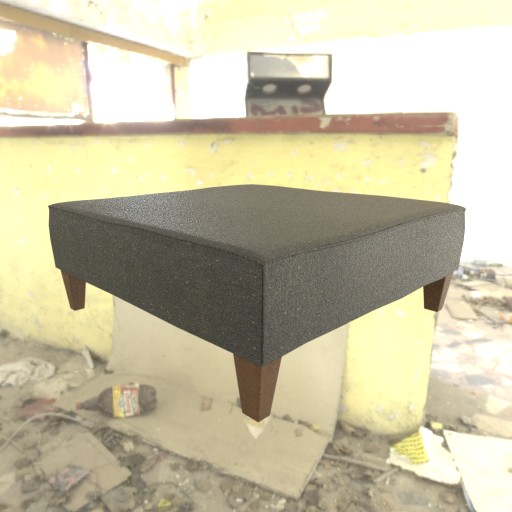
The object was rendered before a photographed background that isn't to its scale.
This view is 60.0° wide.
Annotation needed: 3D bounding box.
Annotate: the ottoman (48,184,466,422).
[{"bbox_3d":[0.000,0.000,1.493,1.004,0.382,0.968,14,20,43],"label":"ottoman"}]
